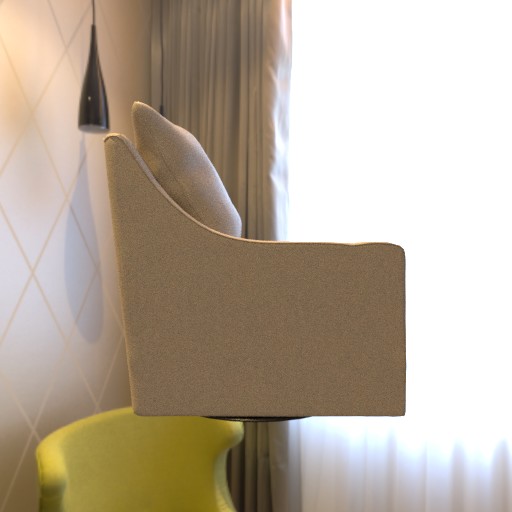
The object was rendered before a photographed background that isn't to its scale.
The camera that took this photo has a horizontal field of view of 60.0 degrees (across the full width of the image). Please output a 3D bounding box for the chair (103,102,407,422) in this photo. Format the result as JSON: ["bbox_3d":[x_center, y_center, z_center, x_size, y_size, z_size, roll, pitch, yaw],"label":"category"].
[{"bbox_3d":[0.000,0.000,1.611,0.876,0.942,0.760,0,1,1],"label":"chair"}]
